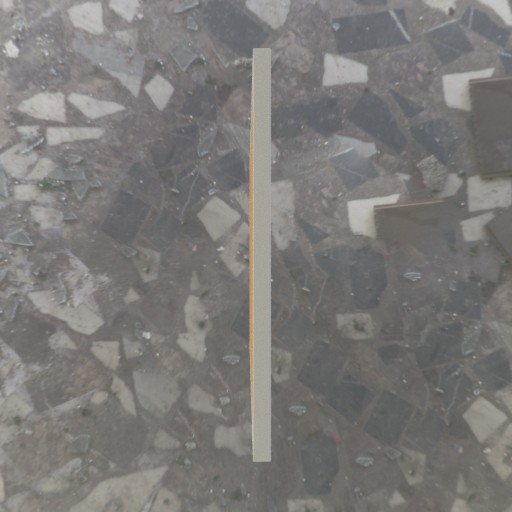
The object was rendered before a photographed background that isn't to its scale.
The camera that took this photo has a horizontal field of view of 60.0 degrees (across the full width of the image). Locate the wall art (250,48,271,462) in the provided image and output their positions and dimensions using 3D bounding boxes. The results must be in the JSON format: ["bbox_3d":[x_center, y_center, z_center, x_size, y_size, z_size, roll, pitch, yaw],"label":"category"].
[{"bbox_3d":[0.000,0.000,0.541,0.013,0.433,0.303,0,90,-1],"label":"wall art"}]
